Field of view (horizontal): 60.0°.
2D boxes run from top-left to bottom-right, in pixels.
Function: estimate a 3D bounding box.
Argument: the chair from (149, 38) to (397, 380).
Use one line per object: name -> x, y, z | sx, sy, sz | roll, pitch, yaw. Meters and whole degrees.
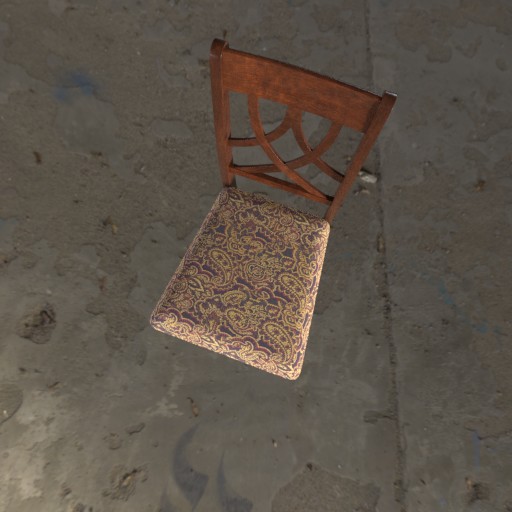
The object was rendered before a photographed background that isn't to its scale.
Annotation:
chair -> 0.000, 0.000, 1.283 | 0.457, 0.965, 0.584 | 19, 76, 5
